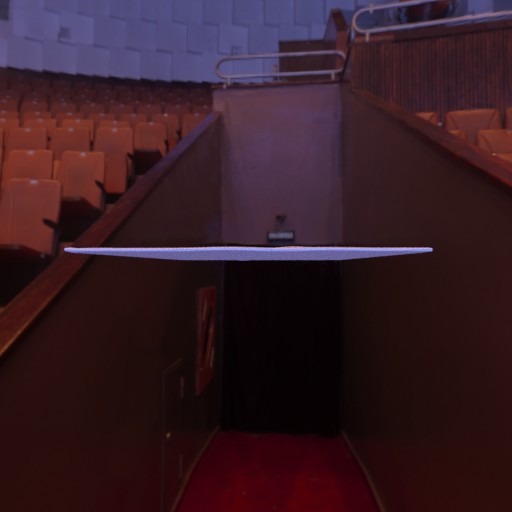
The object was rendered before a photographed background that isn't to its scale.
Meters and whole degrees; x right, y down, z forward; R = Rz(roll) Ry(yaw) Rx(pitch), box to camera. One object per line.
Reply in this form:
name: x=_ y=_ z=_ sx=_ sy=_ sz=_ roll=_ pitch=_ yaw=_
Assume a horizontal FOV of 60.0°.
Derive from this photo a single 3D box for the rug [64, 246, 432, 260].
rug: x=0.000 y=0.000 z=3.035 sx=1.521 sy=0.034 sz=2.438 roll=0 pitch=-1 yaw=2
